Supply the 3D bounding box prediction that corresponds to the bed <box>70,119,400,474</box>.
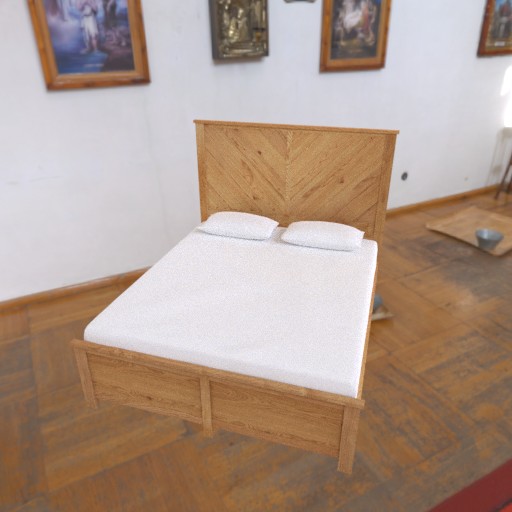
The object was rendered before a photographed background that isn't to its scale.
[{"bbox_3d":[0.000,0.000,4.070,2.225,1.938,2.530,8,27,15],"label":"bed"}]
